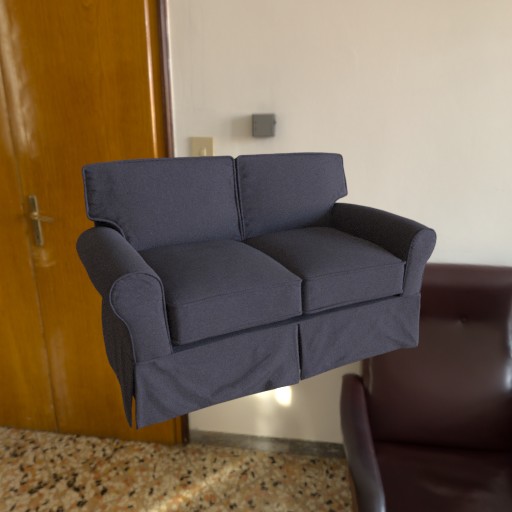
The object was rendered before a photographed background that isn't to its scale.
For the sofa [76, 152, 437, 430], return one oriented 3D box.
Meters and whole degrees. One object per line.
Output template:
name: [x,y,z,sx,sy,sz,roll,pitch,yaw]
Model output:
sofa: [0.000,0.000,2.467,1.801,1.059,0.997,-9,19,-26]
